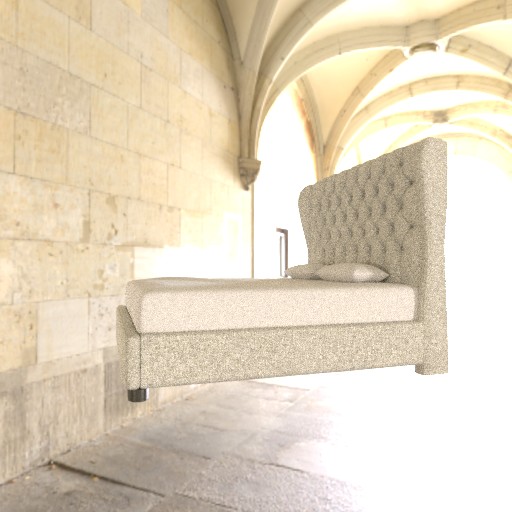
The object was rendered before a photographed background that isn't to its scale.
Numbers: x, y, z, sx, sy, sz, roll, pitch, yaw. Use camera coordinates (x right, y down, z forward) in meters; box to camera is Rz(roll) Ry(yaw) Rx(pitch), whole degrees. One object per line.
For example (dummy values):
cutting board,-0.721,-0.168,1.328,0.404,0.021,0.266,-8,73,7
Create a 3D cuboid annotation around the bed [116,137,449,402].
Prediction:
bed,0.000,0.000,3.960,2.347,1.771,2.219,0,-1,-18
